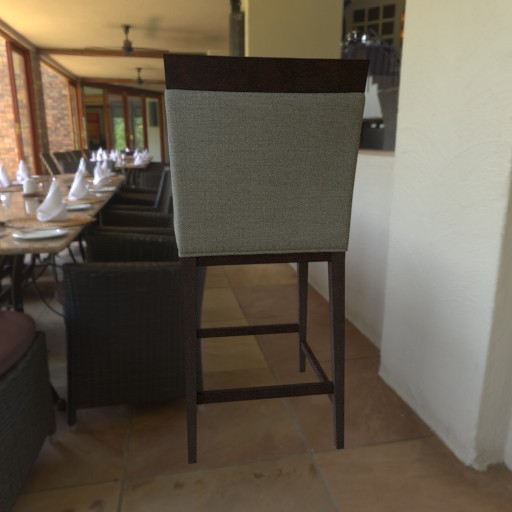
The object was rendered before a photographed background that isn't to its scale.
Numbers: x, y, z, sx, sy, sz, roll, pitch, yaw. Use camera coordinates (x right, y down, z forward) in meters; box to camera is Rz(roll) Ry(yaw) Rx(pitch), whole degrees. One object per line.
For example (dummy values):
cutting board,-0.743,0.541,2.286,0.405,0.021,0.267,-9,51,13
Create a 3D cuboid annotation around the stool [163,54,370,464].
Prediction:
stool,0.000,0.000,1.428,0.511,1.117,0.531,-2,14,-8
